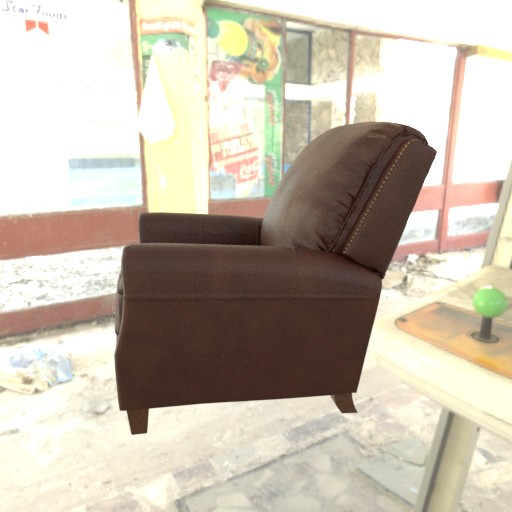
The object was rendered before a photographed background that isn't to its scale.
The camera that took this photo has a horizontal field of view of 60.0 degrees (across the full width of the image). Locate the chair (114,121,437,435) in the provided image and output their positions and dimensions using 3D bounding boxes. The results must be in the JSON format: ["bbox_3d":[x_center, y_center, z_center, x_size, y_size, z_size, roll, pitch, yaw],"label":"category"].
[{"bbox_3d":[0.000,0.000,1.764,1.089,1.022,0.826,-2,14,-10],"label":"chair"}]
